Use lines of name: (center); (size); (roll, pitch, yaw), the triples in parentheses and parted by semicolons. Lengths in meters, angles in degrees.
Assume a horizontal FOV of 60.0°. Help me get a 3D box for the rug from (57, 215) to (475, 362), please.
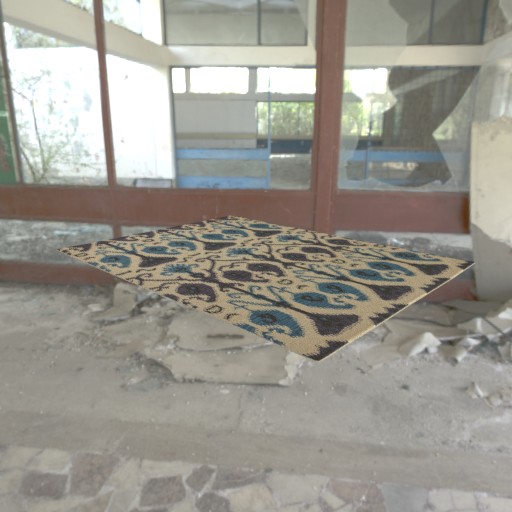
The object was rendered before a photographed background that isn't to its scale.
rug: (0.000, 0.000, 4.255); (3.228, 0.024, 2.443); (15, 22, 41)
